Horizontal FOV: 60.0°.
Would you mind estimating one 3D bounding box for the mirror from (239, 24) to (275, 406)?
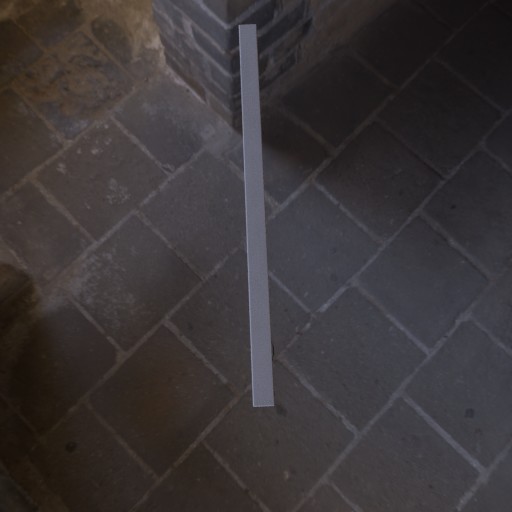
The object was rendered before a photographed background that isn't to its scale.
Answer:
[{"bbox_3d":[0.000,0.000,1.338,0.041,1.016,0.762,-2,77,-1],"label":"mirror"}]
